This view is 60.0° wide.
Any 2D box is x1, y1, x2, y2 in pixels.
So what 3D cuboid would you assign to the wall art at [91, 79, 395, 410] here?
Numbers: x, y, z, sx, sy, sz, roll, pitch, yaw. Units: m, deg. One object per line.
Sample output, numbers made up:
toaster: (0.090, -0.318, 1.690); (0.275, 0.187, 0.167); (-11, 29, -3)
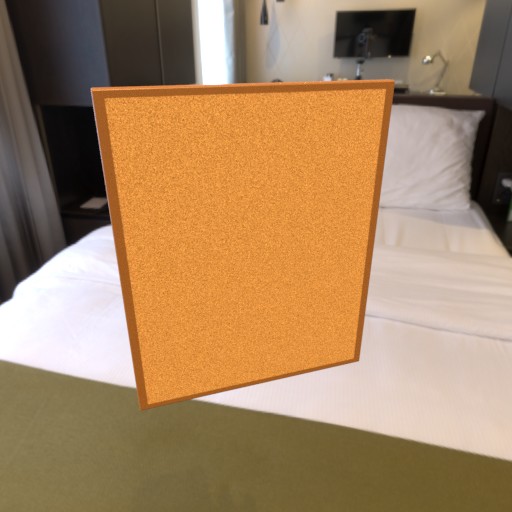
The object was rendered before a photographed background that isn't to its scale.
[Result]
wall art: (0.000, 0.000, 0.521); (0.310, 0.379, 0.015); (-8, 27, -16)
